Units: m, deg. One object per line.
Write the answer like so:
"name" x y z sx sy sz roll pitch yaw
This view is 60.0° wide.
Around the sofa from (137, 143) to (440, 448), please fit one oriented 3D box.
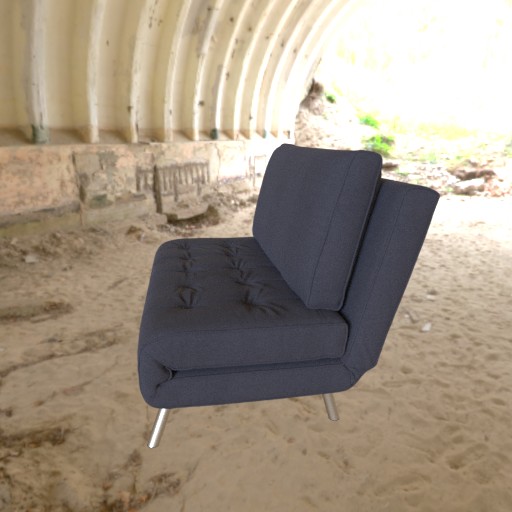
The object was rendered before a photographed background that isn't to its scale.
"sofa" 0.000 0.000 1.879 0.910 0.910 1.220 -2 15 -9
